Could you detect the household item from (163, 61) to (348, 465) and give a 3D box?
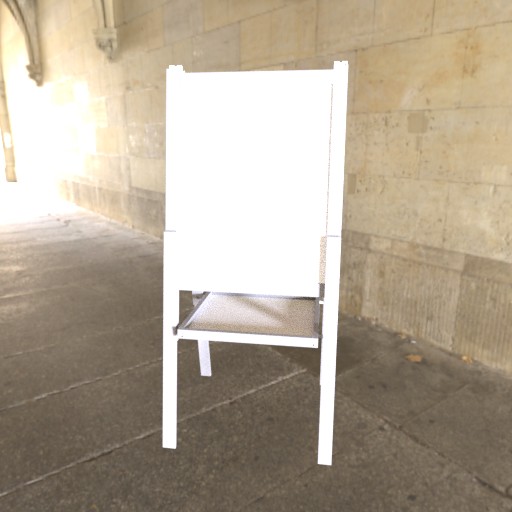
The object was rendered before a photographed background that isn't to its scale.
[{"bbox_3d":[0.000,0.000,1.453,0.531,1.172,0.469,2,15,8],"label":"household item"}]
